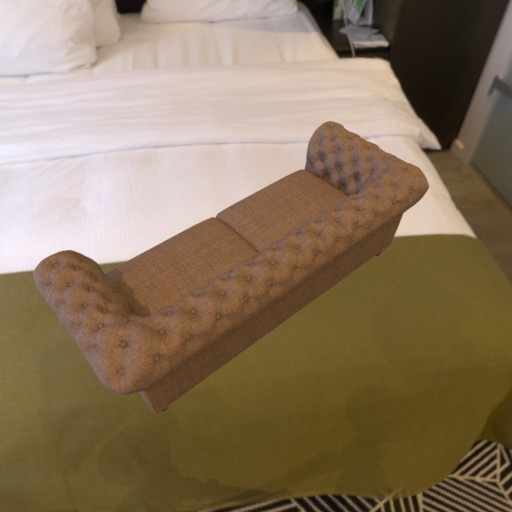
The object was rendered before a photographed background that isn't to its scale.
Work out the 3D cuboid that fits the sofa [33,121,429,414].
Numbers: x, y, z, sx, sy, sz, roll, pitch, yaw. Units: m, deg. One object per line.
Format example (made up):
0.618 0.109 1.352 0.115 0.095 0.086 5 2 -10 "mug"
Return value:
0.000 0.000 2.860 2.385 0.787 0.944 -31 54 -26 "sofa"
